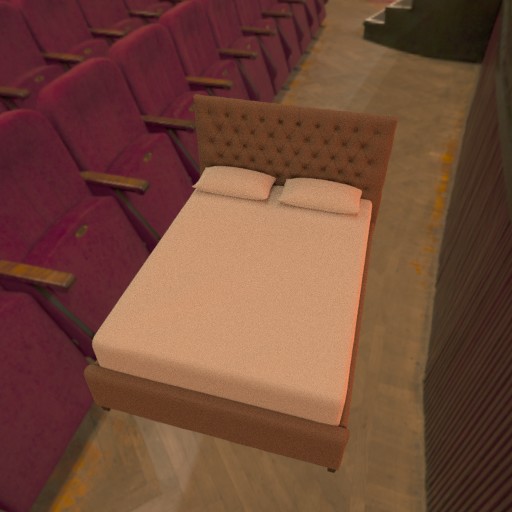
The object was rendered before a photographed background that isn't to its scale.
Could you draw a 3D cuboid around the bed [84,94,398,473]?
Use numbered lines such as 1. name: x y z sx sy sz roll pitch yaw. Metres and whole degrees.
1. bed: 0.000 0.000 3.269 1.696 1.426 2.233 10 42 12
